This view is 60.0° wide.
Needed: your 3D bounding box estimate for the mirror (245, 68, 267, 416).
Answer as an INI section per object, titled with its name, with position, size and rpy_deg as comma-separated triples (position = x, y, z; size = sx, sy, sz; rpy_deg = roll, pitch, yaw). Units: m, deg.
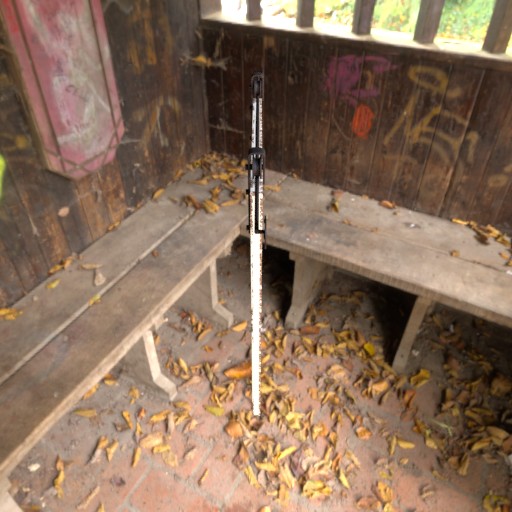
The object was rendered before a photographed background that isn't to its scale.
[mirror]
position = 0.000, 0.000, 1.221
size = 0.037, 0.844, 0.808
rpy_deg = 0, 40, 0
